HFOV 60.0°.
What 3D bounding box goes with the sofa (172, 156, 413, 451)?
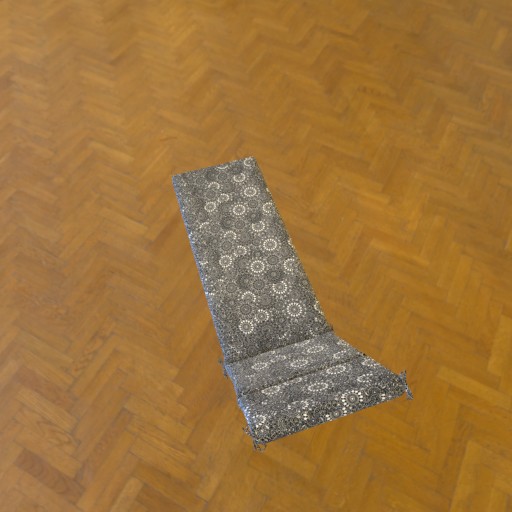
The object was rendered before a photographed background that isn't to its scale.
[{"bbox_3d":[0.000,0.000,2.029,0.582,0.622,1.663,-15,59,-9],"label":"sofa"}]
